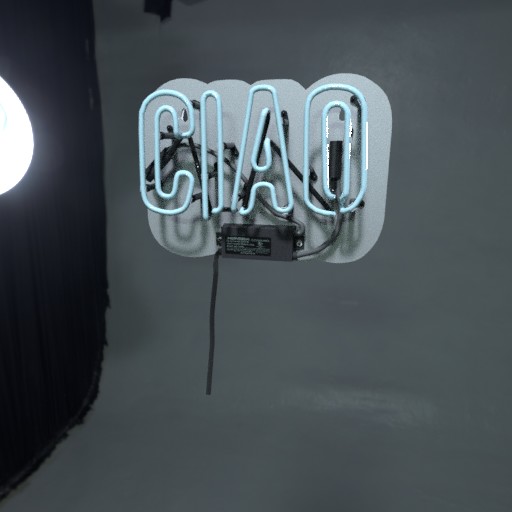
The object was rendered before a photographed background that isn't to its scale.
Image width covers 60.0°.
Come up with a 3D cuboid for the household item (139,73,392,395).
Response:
[{"bbox_3d":[0.000,0.000,0.382,0.211,0.294,0.042,3,15,12],"label":"household item"}]
